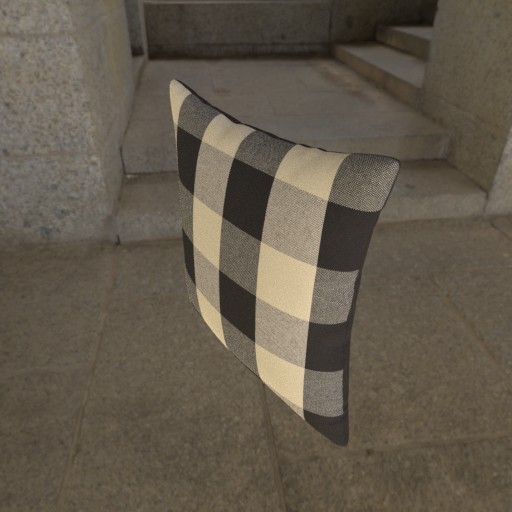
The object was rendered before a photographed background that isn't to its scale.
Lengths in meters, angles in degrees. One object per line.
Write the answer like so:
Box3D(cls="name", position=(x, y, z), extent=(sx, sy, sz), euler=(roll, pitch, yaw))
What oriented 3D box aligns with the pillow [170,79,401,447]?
Box3D(cls="pillow", position=(0.000, 0.000, 0.780), extent=(0.161, 0.509, 0.511), euler=(-22, 39, -30))
